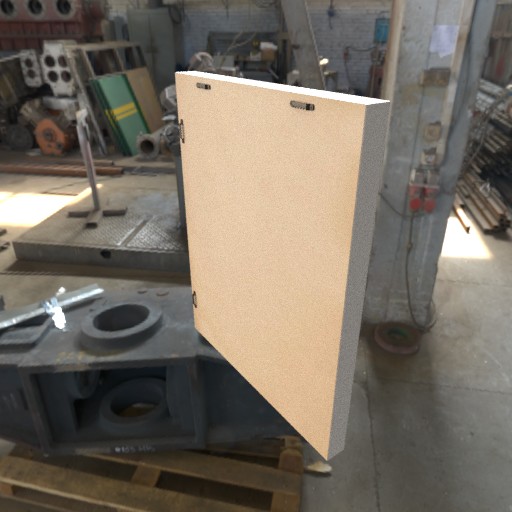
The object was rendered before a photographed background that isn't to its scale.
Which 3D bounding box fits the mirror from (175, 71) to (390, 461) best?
[{"bbox_3d":[0.000,0.000,0.696,0.041,0.508,0.405,-18,33,-31],"label":"mirror"}]
